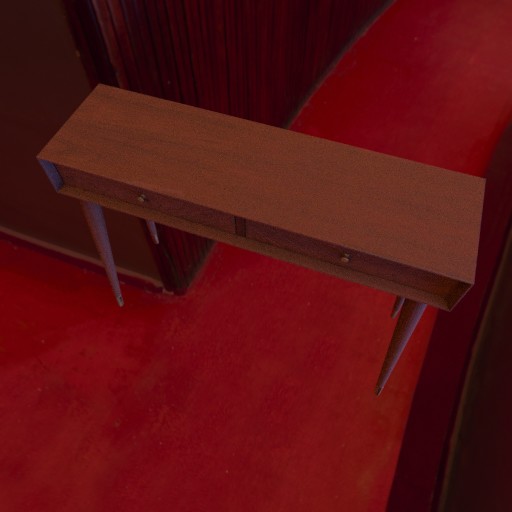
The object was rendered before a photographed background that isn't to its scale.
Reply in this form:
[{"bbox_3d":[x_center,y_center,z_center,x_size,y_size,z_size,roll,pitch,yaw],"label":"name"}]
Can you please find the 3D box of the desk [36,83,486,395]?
[{"bbox_3d":[0.000,0.000,1.615,1.204,0.917,0.384,17,59,10],"label":"desk"}]
